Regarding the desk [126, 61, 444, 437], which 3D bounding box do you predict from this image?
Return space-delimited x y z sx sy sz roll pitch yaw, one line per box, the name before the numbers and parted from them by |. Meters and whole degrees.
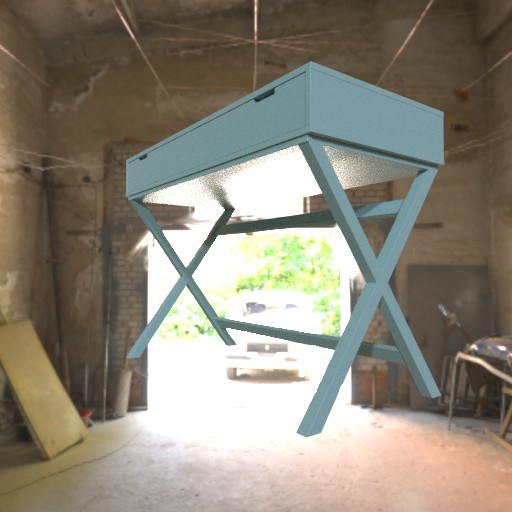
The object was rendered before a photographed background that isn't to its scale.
desk | 0.000 0.000 1.486 0.509 0.780 1.059 1 -2 -37
